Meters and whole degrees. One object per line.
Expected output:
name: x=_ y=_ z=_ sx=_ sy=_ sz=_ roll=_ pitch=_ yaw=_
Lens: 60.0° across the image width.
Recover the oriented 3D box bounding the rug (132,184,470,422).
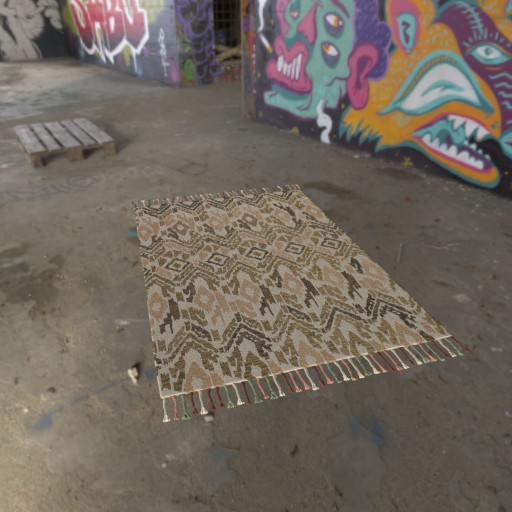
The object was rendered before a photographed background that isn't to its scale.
rug: x=0.000 y=0.000 z=2.984 sx=1.524 sy=0.008 sz=2.438 roll=-8 pitch=30 yaw=-14
